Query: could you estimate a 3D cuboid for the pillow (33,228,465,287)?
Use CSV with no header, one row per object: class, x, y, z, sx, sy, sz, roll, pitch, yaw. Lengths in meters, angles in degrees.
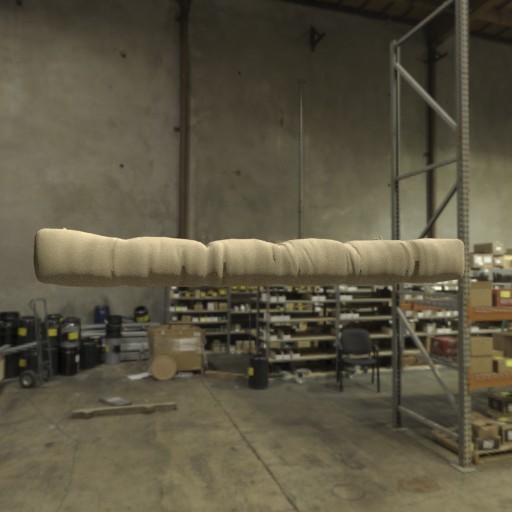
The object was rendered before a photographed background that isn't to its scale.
pillow,0.000,0.000,1.328,1.194,0.174,0.511,1,-2,-18
